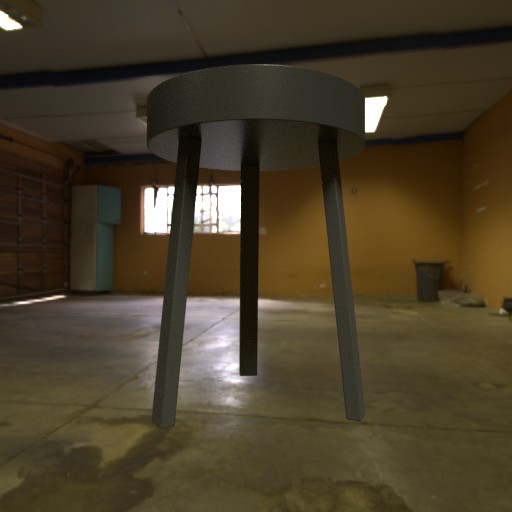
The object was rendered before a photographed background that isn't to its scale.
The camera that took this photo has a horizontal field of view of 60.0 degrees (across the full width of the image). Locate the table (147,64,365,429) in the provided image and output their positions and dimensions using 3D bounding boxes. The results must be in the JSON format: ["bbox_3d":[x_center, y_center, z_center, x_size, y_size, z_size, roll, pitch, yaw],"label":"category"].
[{"bbox_3d":[0.000,0.000,0.849,0.406,0.559,0.406,0,0,0],"label":"table"}]
